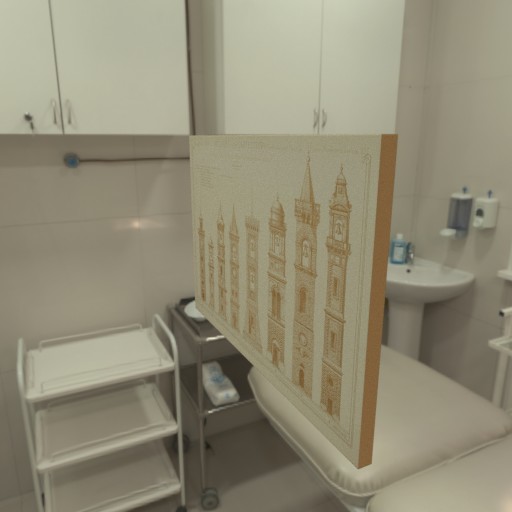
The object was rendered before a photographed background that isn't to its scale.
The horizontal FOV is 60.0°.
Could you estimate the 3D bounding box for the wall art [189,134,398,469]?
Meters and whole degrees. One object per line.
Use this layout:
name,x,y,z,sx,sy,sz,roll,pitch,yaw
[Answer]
wall art,0.000,0.000,1.156,0.033,0.608,0.915,-7,17,-26
